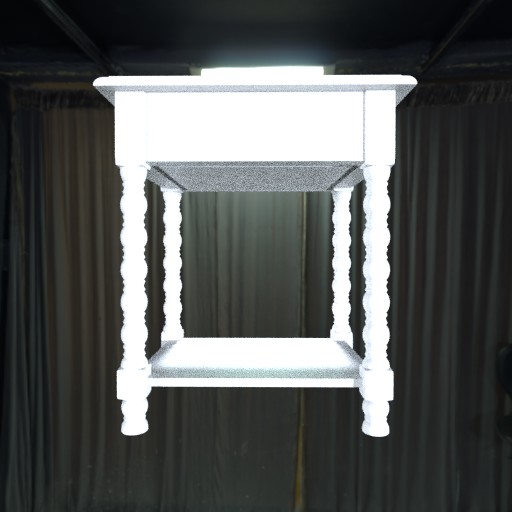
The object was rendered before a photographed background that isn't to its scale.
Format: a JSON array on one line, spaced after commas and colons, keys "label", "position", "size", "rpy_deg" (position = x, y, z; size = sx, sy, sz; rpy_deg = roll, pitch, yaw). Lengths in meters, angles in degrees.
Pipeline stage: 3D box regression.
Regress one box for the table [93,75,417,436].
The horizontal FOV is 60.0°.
[{"label": "table", "position": [0.000, 0.000, 0.823], "size": [0.460, 0.531, 0.381], "rpy_deg": [0, 1, 1]}]
